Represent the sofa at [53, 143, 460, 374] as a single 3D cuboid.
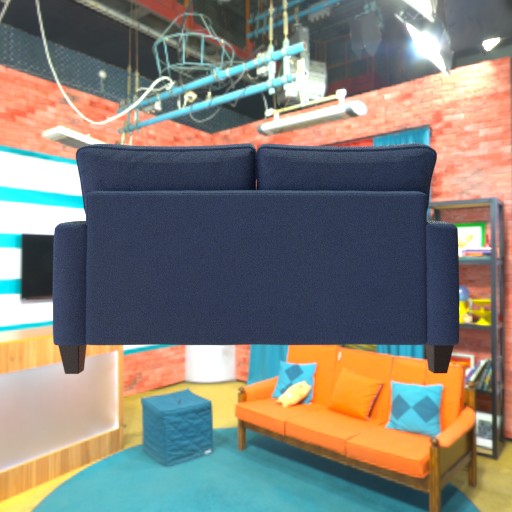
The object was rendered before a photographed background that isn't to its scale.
[{"bbox_3d":[0.000,0.000,2.228,1.651,0.965,0.965,0,-1,0],"label":"sofa"}]
